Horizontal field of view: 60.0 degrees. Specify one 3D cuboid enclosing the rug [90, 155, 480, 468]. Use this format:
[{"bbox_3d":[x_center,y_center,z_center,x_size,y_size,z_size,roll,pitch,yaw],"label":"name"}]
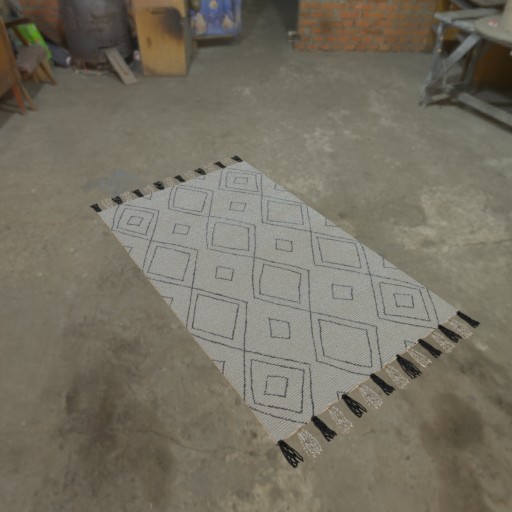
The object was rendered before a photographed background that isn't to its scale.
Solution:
[{"bbox_3d":[0.000,0.000,3.274,1.524,0.021,2.755,-25,47,-26],"label":"rug"}]
